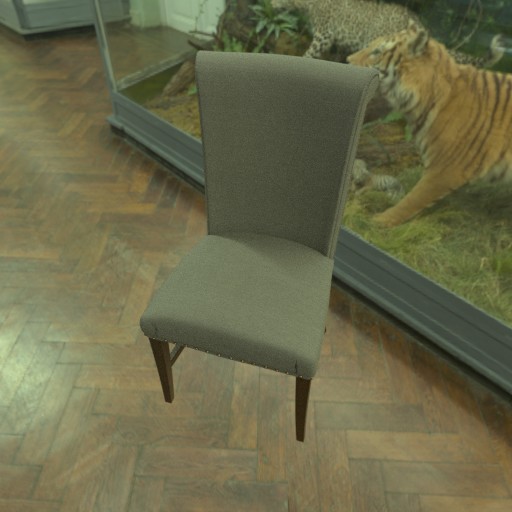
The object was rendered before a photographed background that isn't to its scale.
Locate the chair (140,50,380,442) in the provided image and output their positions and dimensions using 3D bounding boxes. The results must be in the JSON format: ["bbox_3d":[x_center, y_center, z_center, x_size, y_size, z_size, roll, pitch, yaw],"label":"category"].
[{"bbox_3d":[0.000,0.000,1.333,0.513,0.988,0.608,12,43,13],"label":"chair"}]
